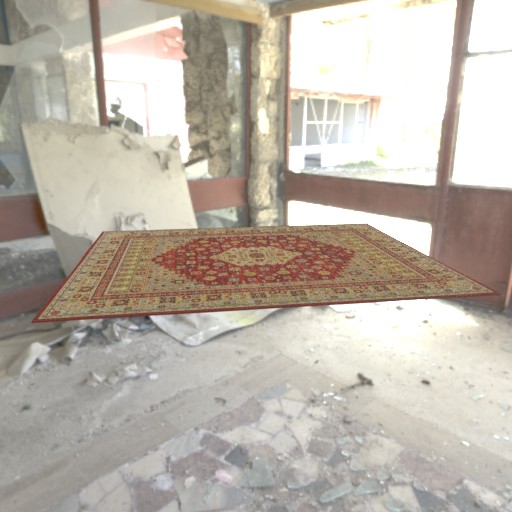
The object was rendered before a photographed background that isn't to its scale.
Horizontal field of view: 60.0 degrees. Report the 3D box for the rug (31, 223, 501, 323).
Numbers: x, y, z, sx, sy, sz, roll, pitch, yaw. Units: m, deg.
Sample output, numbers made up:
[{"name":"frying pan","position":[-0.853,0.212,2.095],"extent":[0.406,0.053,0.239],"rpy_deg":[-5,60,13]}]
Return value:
[{"name":"rug","position":[0.000,0.000,3.958],"extent":[3.053,0.013,2.387],"rpy_deg":[-2,16,-8]}]
